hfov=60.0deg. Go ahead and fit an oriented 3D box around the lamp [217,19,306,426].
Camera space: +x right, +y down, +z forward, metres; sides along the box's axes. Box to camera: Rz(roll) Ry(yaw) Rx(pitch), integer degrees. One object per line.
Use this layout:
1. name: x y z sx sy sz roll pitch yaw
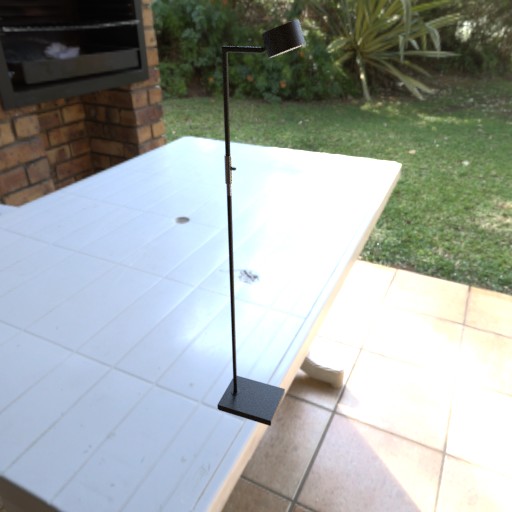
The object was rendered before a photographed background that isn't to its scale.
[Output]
1. lamp: 0.000 0.000 1.698 0.304 1.600 0.203 11 31 18
